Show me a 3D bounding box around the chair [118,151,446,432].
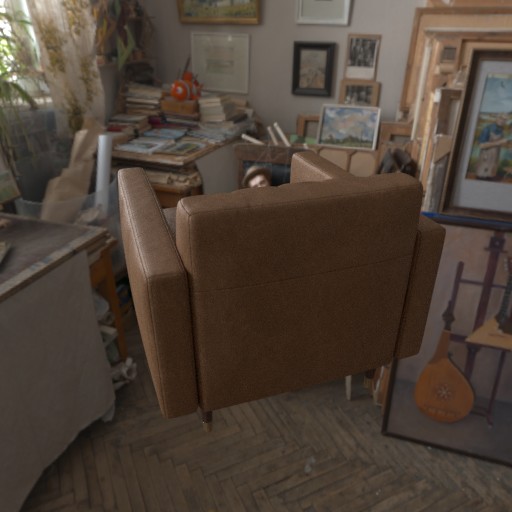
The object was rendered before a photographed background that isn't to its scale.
[{"bbox_3d":[0.000,0.000,1.706,0.953,0.819,0.998,-9,29,-17],"label":"chair"}]
